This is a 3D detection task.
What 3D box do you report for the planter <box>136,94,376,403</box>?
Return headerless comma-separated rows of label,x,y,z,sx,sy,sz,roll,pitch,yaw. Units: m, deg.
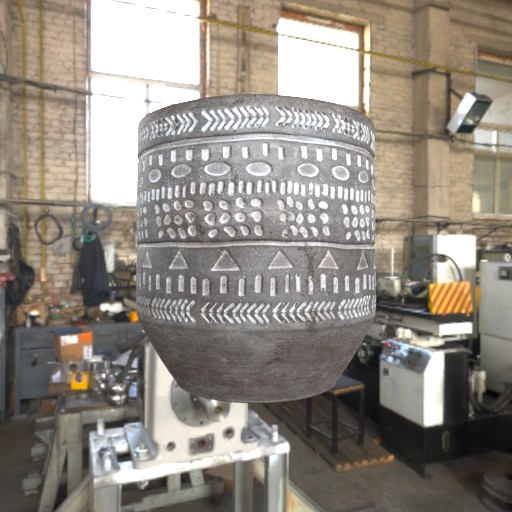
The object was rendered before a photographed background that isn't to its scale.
planter,0.000,0.000,0.233,0.122,0.128,0.122,0,0,0
